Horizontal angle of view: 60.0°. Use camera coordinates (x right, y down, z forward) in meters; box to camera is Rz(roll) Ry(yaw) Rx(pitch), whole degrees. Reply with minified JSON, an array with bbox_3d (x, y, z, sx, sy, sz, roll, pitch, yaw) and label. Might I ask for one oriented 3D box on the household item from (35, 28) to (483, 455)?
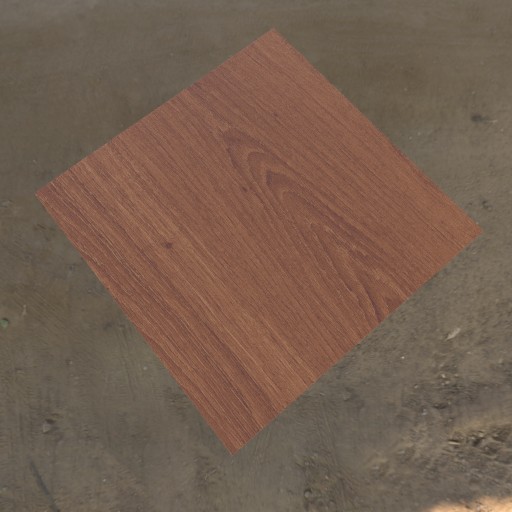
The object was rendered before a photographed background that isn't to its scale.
[{"bbox_3d":[0.000,0.000,0.748,0.400,0.400,0.400,-39,77,-10],"label":"household item"}]
